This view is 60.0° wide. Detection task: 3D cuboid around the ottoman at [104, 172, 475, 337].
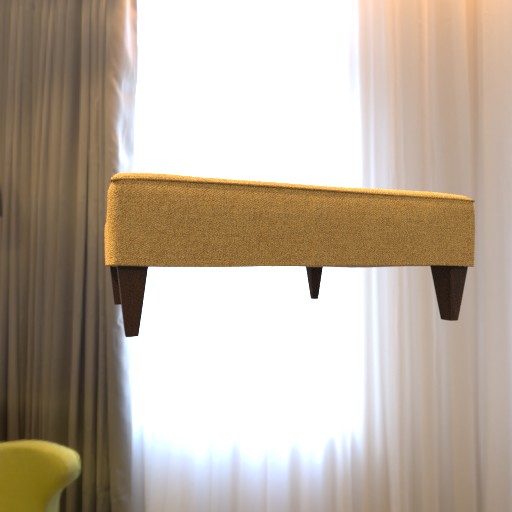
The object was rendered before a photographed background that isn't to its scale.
[{"bbox_3d":[0.000,0.000,1.524,0.981,0.378,0.970,0,-1,-19],"label":"ottoman"}]
